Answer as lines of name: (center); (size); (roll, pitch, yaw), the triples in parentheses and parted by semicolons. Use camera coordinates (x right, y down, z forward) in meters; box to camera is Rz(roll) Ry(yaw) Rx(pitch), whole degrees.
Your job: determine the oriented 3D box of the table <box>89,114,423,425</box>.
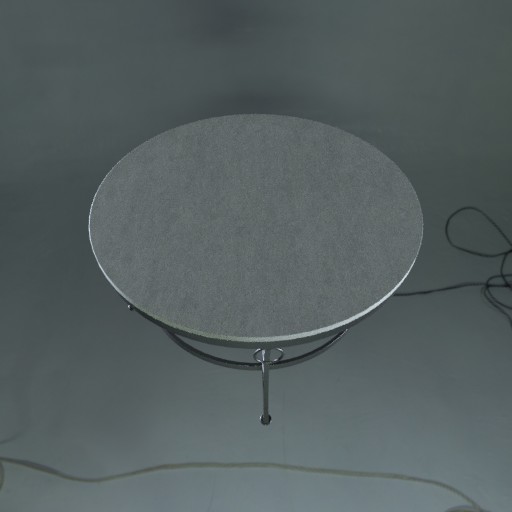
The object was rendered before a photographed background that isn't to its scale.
table: (0.000, 0.000, 1.390); (0.889, 0.470, 0.889); (0, 47, 0)
